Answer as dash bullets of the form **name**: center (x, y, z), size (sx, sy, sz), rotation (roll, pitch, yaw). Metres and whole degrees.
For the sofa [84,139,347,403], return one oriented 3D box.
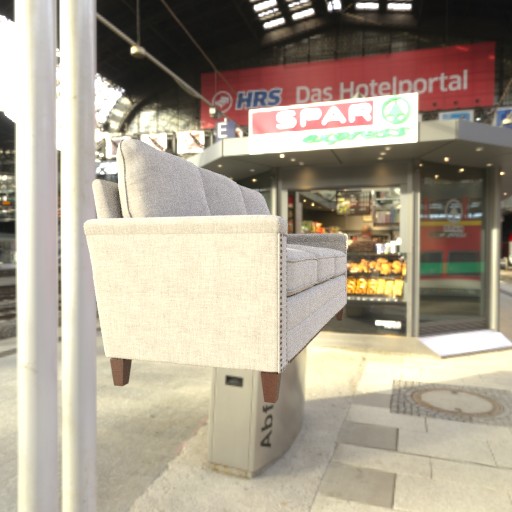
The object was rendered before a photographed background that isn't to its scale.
- **sofa**: center (0.000, 0.000, 2.469), size (0.828, 0.959, 1.925), rotation (0, 1, 18)
